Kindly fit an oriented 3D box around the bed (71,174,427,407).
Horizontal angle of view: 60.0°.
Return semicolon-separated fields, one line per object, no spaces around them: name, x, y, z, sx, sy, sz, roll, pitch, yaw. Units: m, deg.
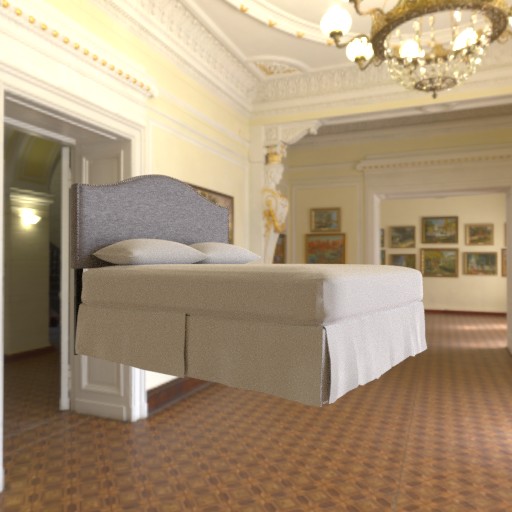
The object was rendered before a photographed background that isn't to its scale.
bed;0.000;0.000;3.002;1.870;1.295;1.610;-1;-1;35
